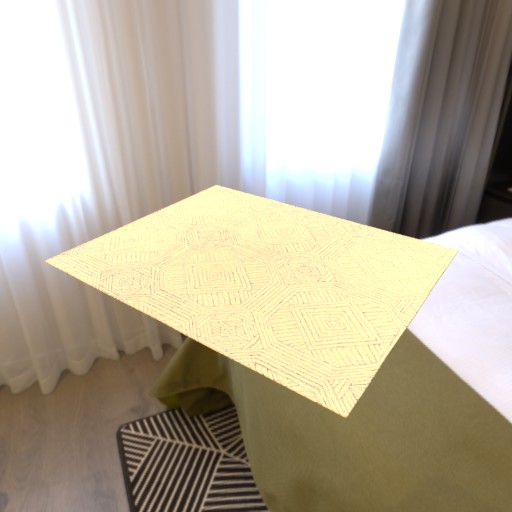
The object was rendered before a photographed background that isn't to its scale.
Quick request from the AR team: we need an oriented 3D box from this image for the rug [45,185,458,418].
[{"bbox_3d":[0.000,0.000,4.184,3.049,0.015,2.457,20,35,31],"label":"rug"}]
